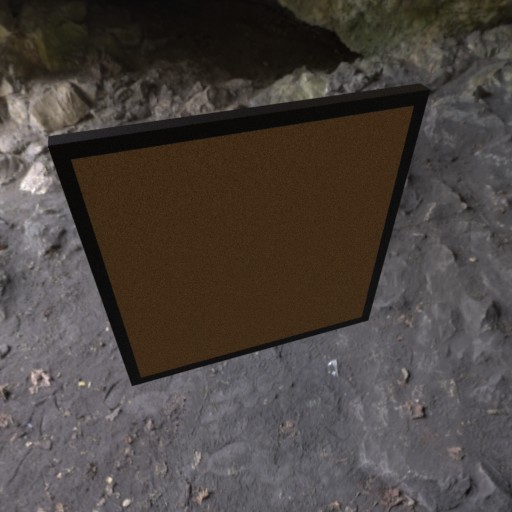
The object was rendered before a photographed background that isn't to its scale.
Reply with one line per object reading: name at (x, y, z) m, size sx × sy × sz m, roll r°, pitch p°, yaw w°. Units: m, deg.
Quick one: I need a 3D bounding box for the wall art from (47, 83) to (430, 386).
wall art at (0.000, 0.000, 1.118) m, size 0.765 × 0.765 × 0.038 m, roll -13°, pitch 44°, yaw -13°
